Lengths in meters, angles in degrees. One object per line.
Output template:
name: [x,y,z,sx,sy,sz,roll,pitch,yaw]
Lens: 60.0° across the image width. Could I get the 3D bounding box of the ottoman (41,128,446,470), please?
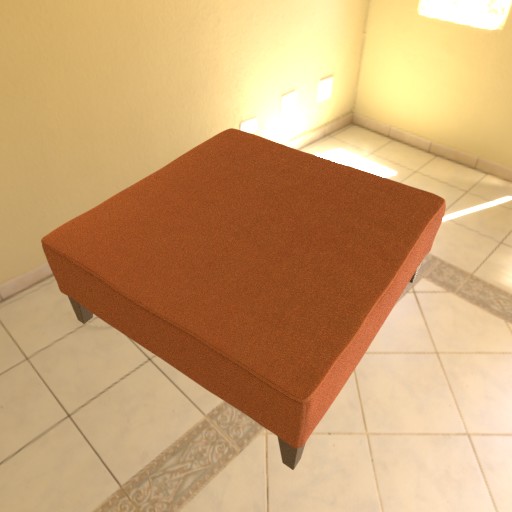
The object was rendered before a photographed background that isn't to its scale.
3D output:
ottoman: [0.000,0.000,1.588,0.999,0.438,0.997,25,47,26]
